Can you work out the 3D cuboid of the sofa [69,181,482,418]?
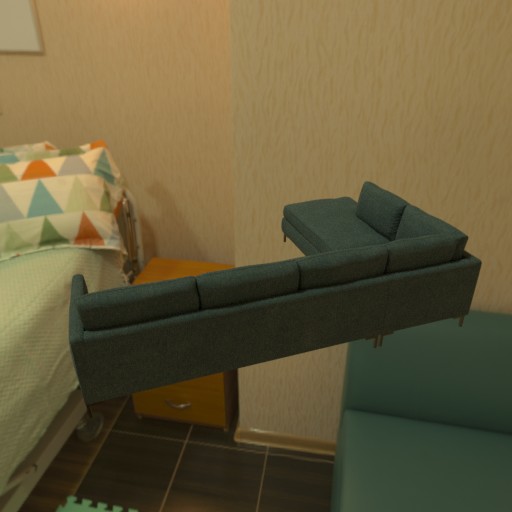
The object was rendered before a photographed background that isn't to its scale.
[{"bbox_3d":[0.000,0.000,3.804,2.949,0.815,2.007,-9,29,-17],"label":"sofa"}]
